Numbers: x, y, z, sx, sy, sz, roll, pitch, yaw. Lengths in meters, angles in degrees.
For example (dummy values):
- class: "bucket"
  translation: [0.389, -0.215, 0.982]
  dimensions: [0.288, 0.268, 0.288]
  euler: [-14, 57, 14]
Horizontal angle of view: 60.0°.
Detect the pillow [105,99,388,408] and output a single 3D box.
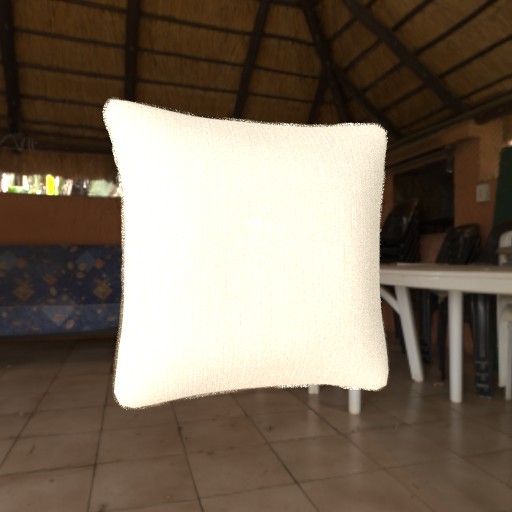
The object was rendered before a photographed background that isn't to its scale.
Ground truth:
- class: "pillow"
  translation: [0.000, 0.000, 0.824]
  dimensions: [0.538, 0.525, 0.216]
  euler: [0, 0, -17]
